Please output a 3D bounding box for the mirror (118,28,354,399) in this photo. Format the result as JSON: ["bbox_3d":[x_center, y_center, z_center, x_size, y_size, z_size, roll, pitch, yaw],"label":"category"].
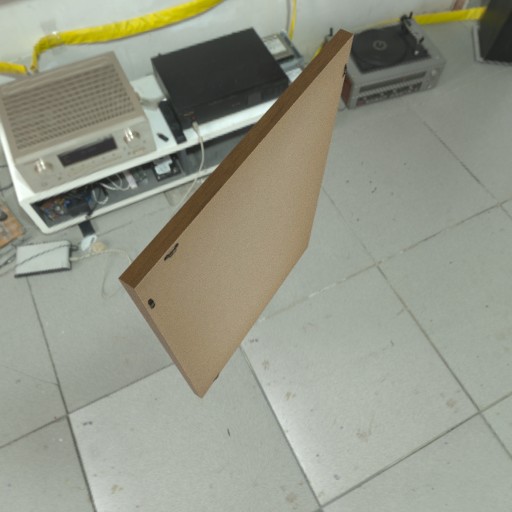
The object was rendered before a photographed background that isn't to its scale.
[{"bbox_3d":[0.000,0.000,1.323,0.040,1.016,0.762,31,67,15],"label":"mirror"}]
